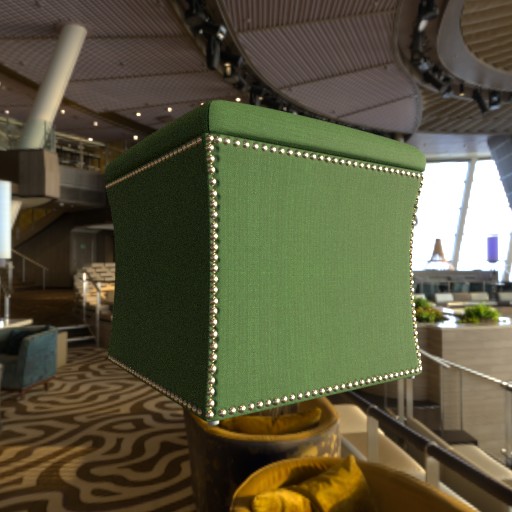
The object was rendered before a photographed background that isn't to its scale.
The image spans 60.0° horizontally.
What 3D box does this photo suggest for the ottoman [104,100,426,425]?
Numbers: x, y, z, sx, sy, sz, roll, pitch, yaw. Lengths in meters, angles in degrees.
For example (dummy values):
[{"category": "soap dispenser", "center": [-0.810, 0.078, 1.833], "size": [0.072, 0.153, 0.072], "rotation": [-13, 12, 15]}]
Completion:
[{"category": "ottoman", "center": [0.000, 0.000, 0.920], "size": [0.507, 0.475, 0.497], "rotation": [1, -1, -34]}]
